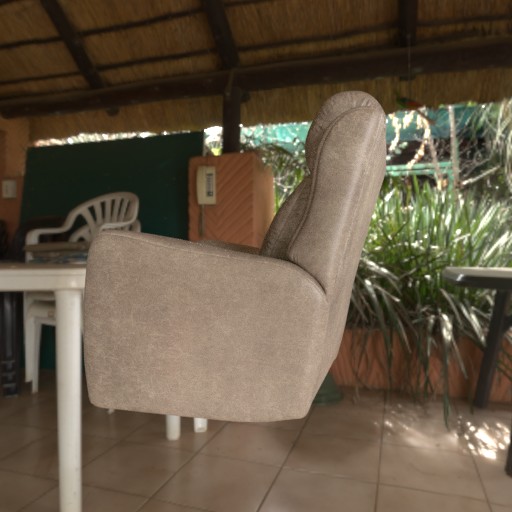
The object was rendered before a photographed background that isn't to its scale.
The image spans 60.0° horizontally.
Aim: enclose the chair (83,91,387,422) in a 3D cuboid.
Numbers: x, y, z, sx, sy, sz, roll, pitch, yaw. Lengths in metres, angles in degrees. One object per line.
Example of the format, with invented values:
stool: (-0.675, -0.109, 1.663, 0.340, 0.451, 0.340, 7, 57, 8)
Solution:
chair: (0.000, 0.000, 1.887, 1.068, 1.116, 0.967, 0, 0, 17)
